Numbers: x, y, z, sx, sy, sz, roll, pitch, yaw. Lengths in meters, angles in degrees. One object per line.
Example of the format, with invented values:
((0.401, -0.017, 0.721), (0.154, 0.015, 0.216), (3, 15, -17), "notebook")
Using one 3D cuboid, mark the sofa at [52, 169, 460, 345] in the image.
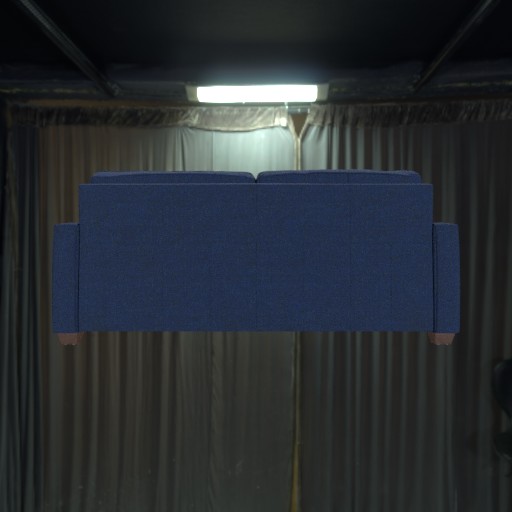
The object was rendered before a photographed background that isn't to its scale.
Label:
((0.000, 0.000, 2.665), (2.080, 0.919, 0.940), (0, -1, 0), "sofa")
